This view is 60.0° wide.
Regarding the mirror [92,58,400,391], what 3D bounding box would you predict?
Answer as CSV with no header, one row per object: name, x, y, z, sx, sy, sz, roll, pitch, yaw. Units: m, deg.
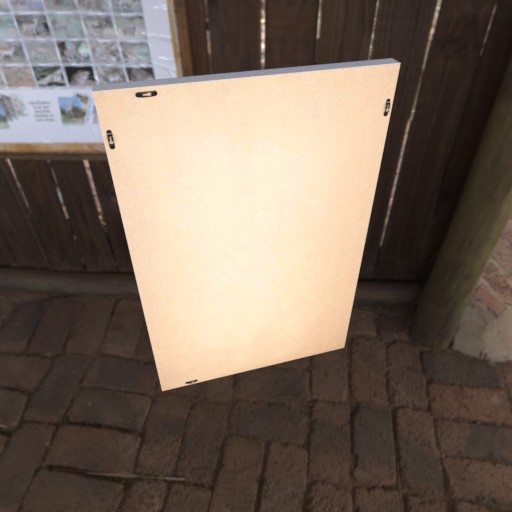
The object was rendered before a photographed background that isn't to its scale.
mirror,0.000,0.000,1.148,0.609,0.914,0.041,-10,41,-12
